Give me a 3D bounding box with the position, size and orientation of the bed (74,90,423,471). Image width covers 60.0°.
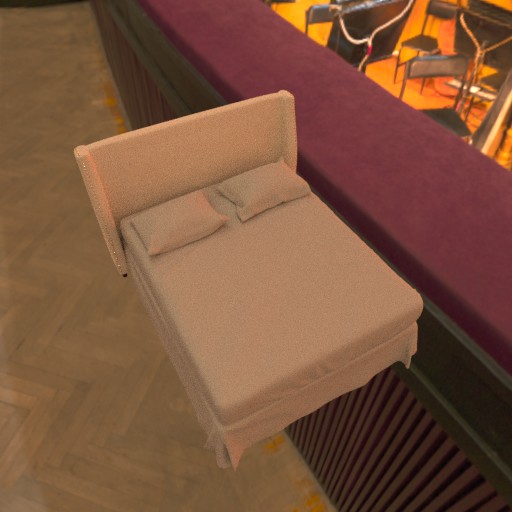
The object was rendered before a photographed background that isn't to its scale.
[{"bbox_3d":[0.000,0.000,3.465,1.925,1.332,2.276,-22,51,-20],"label":"bed"}]
